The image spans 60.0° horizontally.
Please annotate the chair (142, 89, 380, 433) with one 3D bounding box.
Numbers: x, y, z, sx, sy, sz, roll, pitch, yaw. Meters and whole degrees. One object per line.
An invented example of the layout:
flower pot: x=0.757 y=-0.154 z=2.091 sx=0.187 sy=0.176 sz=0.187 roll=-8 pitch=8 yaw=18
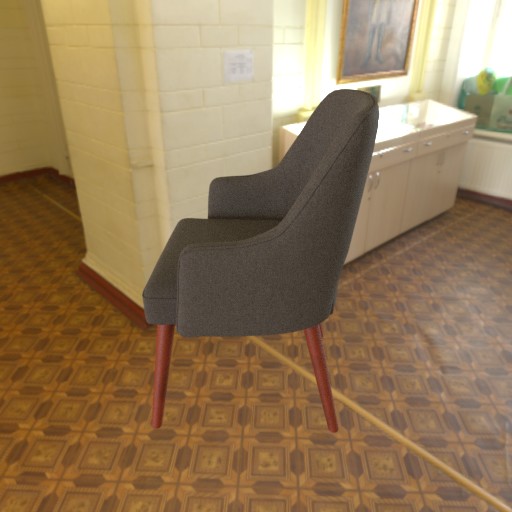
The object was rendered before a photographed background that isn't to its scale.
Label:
chair: x=0.000 y=0.000 z=1.215 sx=0.560 sy=0.838 sz=0.559 roll=1 pitch=27 yaw=2
